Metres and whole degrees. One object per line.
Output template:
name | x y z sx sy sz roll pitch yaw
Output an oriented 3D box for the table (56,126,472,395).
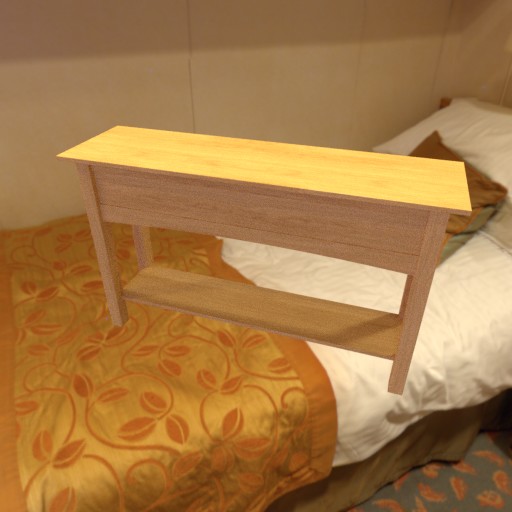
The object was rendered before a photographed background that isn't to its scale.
table | 0.000 0.000 1.595 1.240 0.730 0.350 10 34 15
